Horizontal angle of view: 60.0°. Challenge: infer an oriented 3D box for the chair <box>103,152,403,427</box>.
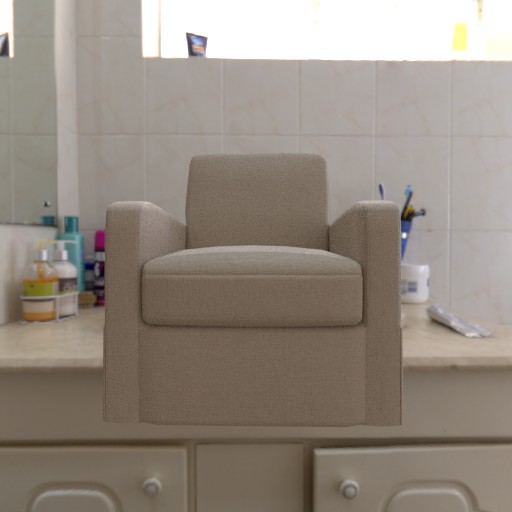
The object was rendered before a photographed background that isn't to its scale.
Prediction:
[{"bbox_3d":[0.000,0.000,1.503,0.755,0.827,0.888,0,1,2],"label":"chair"}]
